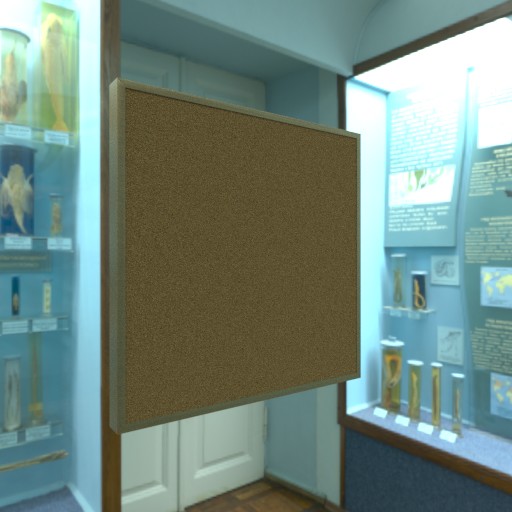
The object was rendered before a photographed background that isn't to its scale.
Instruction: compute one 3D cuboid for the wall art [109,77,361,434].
[{"bbox_3d":[0.000,0.000,0.786,0.505,0.505,0.037,0,0,-35],"label":"wall art"}]
